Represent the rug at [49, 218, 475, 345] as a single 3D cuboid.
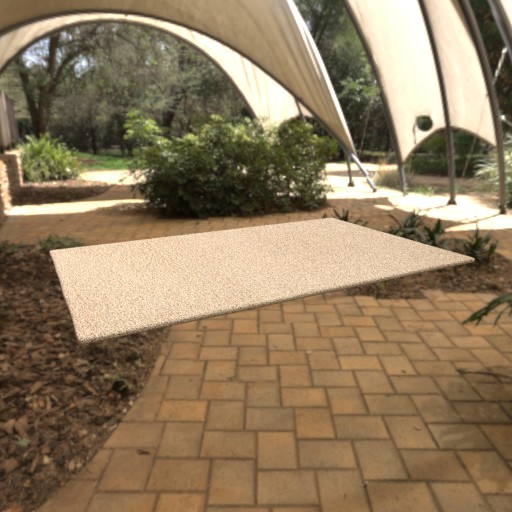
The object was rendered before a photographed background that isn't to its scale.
[{"bbox_3d":[0.000,0.000,2.982,2.438,0.030,1.524,-9,18,-27],"label":"rug"}]
